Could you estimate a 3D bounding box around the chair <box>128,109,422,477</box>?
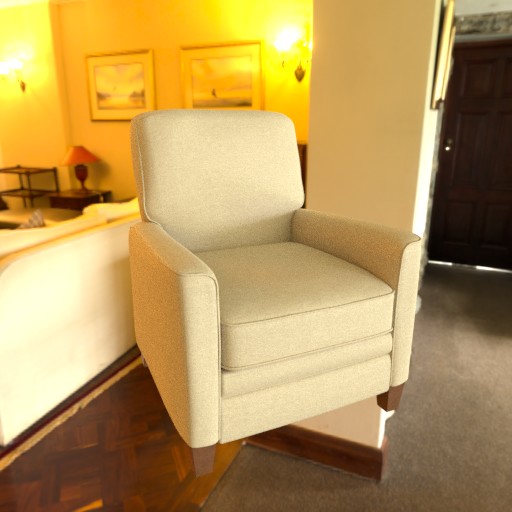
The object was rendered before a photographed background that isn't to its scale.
[{"bbox_3d":[0.000,0.000,1.597,0.841,1.023,0.858,-8,18,-25],"label":"chair"}]
